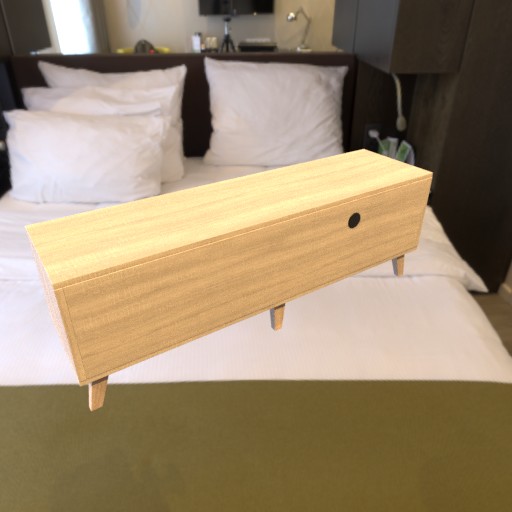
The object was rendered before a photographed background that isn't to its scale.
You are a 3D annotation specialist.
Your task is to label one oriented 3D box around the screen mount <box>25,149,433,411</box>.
[{"bbox_3d":[0.000,0.000,1.750,1.500,0.509,0.401,-18,35,-28],"label":"screen mount"}]
